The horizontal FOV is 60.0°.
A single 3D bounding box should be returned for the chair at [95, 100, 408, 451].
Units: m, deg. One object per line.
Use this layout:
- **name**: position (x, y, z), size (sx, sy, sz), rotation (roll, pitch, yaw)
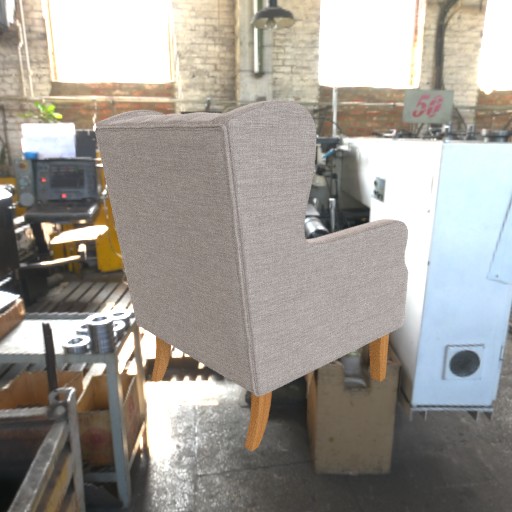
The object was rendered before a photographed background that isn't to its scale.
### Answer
- **chair**: position (0.000, 0.000, 1.475), size (0.760, 0.930, 0.710), rotation (-14, 21, -42)
